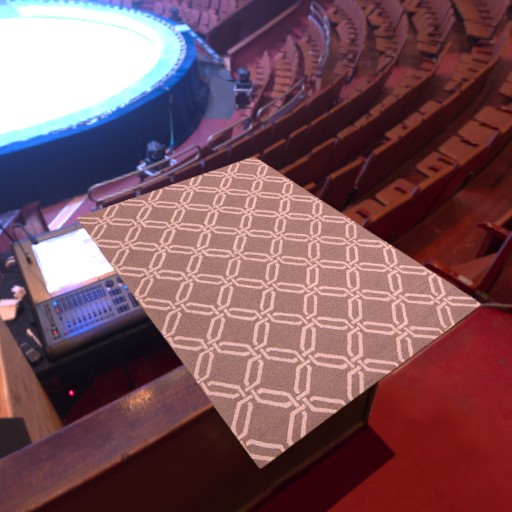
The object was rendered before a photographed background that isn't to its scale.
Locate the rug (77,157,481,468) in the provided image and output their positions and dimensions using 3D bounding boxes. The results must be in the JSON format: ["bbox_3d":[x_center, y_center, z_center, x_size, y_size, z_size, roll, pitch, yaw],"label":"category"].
[{"bbox_3d":[0.000,0.000,4.412,2.441,0.020,3.419,-25,46,-27],"label":"rug"}]
